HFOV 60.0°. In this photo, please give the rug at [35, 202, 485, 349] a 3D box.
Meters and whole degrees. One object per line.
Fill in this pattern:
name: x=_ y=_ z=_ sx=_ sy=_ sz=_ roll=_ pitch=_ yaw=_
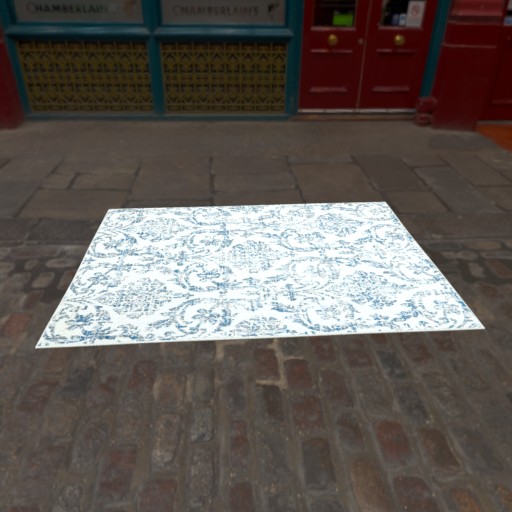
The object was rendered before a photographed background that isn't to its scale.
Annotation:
rug: x=0.000 y=0.000 z=2.838 sx=2.197 sy=0.014 sz=1.586 roll=-2 pitch=30 yaw=-3
